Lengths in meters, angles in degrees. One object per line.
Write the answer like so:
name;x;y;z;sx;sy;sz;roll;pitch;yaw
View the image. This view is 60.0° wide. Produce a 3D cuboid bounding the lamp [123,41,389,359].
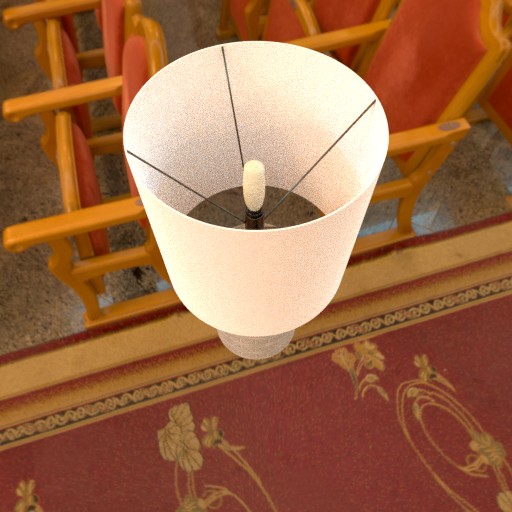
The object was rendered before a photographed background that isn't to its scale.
lamp;0.000;0.000;0.527;0.206;0.416;0.206;-14;61;-8
